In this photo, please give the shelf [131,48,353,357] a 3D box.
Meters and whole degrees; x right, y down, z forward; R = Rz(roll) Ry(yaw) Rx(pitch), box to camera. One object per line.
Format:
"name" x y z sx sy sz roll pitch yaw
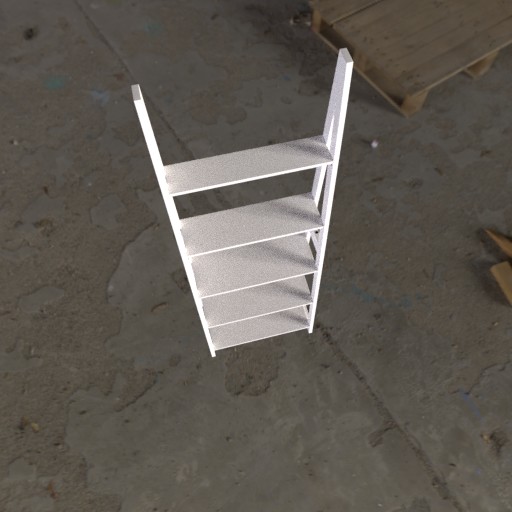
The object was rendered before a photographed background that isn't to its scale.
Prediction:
"shelf" 0.000 0.000 1.990 0.636 1.779 0.341 -13 64 -6
